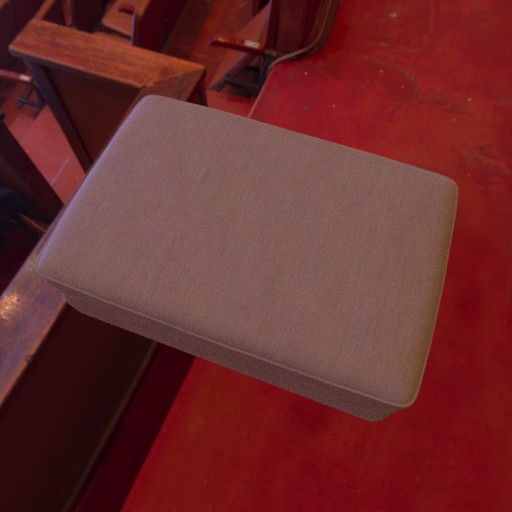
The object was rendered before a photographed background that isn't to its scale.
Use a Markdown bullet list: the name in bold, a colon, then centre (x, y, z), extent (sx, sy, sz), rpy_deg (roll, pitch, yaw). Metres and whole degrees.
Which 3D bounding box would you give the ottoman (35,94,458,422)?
- **ottoman**: centre (0.000, 0.000, 1.275), extent (0.941, 0.480, 0.636), rpy_deg (18, 65, 9)
